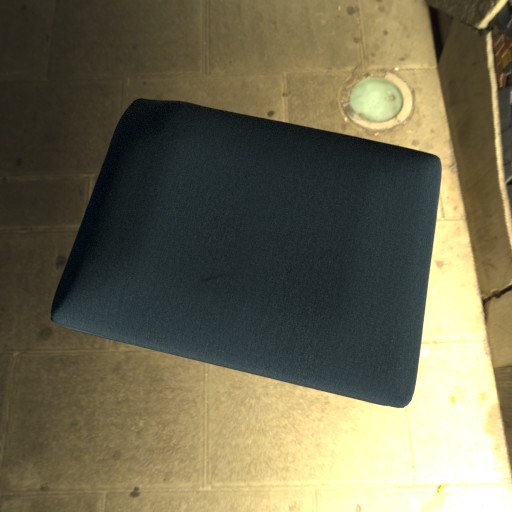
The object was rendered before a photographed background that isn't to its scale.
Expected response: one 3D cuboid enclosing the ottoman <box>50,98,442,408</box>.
[{"bbox_3d":[0.000,0.000,1.239,0.835,0.503,0.629,13,74,4],"label":"ottoman"}]
